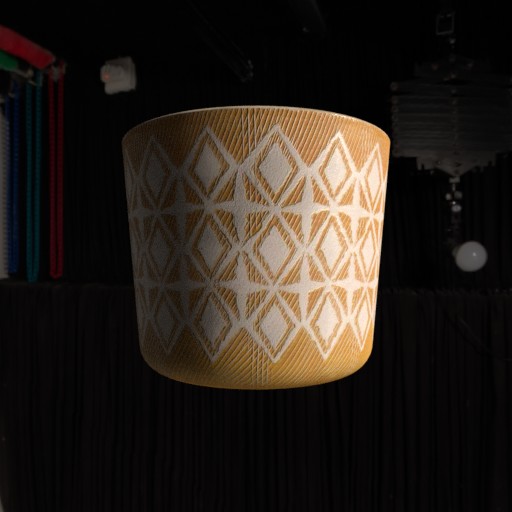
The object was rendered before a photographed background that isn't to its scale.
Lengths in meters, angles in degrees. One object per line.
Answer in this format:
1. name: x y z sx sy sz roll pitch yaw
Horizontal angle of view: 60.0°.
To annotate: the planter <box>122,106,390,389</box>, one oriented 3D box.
1. planter: 0.000 0.000 0.218 0.126 0.104 0.126 0 -1 0
